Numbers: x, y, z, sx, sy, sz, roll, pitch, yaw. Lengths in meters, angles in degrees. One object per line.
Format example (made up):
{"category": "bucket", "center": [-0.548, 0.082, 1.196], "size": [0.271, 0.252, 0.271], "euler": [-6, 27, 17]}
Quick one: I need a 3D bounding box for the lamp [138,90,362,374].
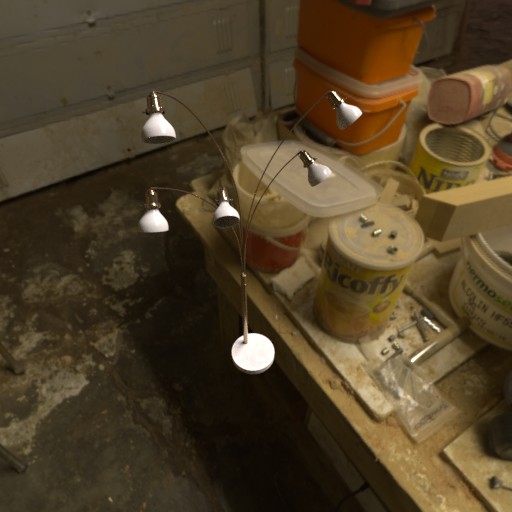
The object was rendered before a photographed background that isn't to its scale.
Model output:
{"category": "lamp", "center": [0.000, 0.000, 2.905], "size": [1.405, 2.423, 0.361], "euler": [-24, 51, -21]}
